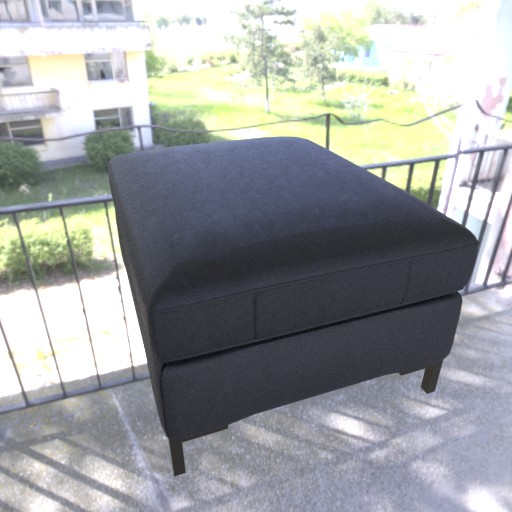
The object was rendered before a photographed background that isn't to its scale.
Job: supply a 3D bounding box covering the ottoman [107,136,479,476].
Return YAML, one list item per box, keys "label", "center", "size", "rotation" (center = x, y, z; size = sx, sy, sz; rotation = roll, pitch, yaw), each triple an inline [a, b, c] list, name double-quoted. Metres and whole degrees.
- label: "ottoman"
  center: [0.000, 0.000, 1.727]
  size: [0.967, 0.696, 1.187]
  rotation: [-10, 31, -18]
